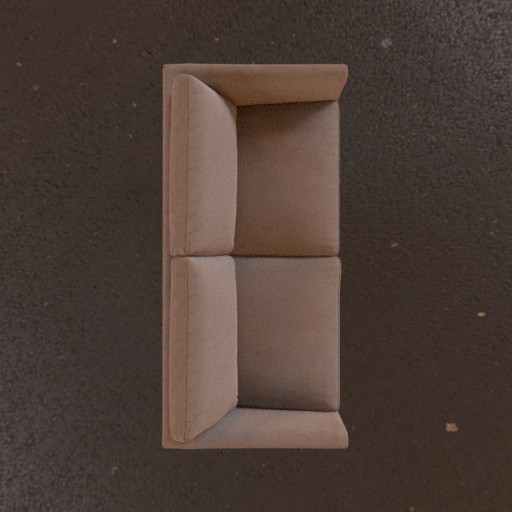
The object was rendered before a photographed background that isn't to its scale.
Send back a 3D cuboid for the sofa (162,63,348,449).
[{"bbox_3d":[0.000,0.000,2.787,1.090,0.838,2.588,0,90,0],"label":"sofa"}]
